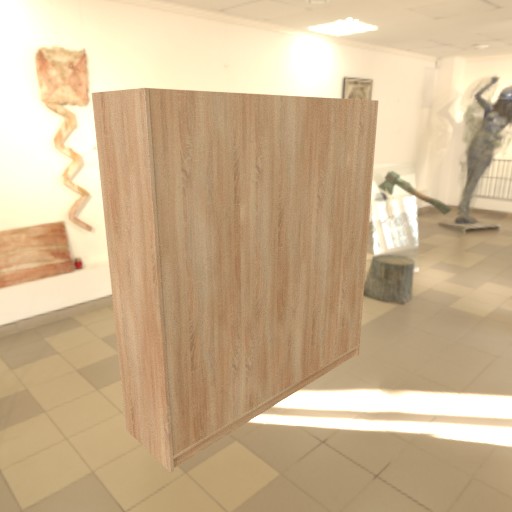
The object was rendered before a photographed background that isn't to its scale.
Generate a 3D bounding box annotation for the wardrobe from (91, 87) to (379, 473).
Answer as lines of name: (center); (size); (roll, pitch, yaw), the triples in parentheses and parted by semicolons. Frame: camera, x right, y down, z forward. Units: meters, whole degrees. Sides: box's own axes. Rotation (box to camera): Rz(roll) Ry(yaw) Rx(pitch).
wardrobe: (0.000, 0.000, 3.200); (1.998, 2.159, 0.598); (-16, 23, -42)
